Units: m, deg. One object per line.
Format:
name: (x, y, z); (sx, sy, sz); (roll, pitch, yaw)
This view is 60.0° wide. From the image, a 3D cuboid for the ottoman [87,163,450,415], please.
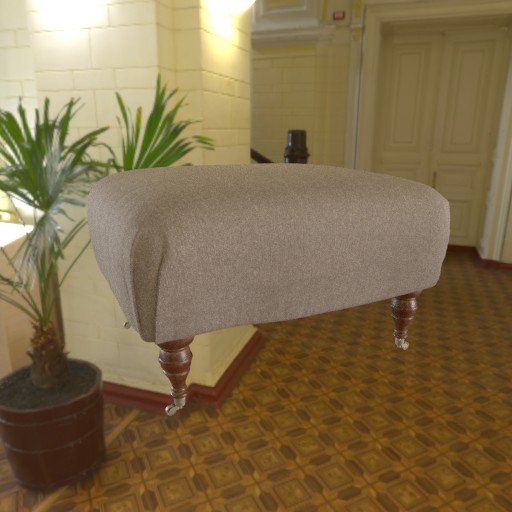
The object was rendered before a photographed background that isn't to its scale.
ottoman: (0.000, 0.000, 1.121); (0.747, 0.450, 0.622); (-8, 18, -25)
